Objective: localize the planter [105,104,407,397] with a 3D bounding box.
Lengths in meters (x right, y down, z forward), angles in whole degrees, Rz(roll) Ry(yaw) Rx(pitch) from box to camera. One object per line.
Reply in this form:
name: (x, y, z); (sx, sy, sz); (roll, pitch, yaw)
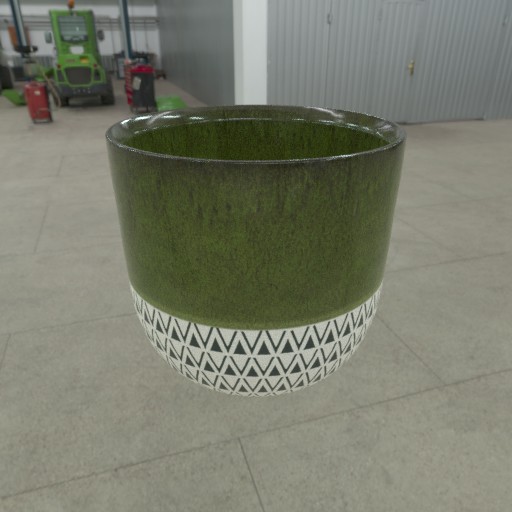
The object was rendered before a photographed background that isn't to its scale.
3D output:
planter: (0.000, 0.000, 0.468); (0.266, 0.270, 0.266); (0, 27, 0)
